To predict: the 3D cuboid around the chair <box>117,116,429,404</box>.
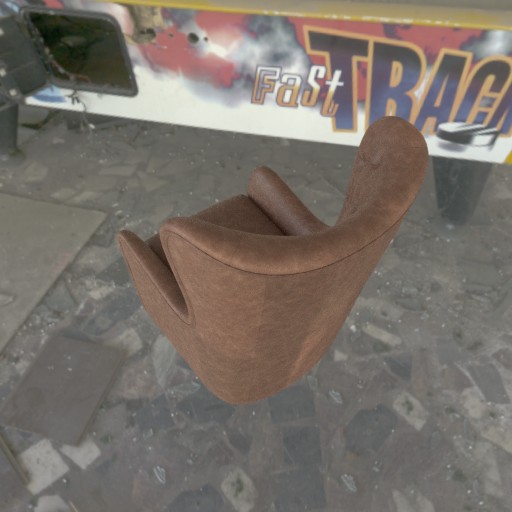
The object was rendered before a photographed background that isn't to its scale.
[{"bbox_3d":[0.000,0.000,1.702,0.831,1.079,0.930,-30,53,-26],"label":"chair"}]
